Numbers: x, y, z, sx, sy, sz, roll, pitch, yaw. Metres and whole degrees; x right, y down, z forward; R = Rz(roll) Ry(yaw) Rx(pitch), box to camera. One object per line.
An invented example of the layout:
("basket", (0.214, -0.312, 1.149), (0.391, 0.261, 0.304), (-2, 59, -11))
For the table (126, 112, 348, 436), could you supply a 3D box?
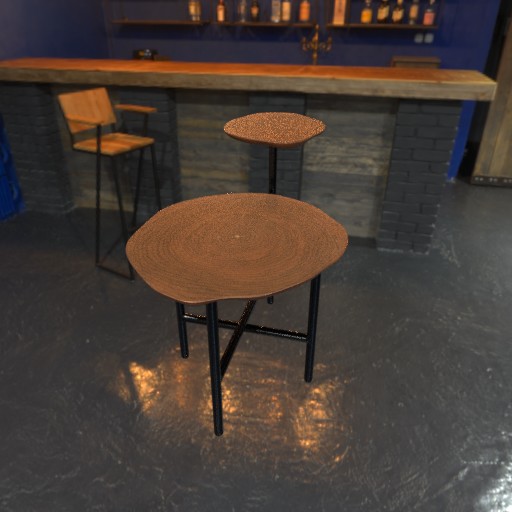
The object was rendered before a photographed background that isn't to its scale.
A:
("table", (0.000, 0.000, 1.090), (0.442, 0.538, 0.759), (8, 30, 14))
